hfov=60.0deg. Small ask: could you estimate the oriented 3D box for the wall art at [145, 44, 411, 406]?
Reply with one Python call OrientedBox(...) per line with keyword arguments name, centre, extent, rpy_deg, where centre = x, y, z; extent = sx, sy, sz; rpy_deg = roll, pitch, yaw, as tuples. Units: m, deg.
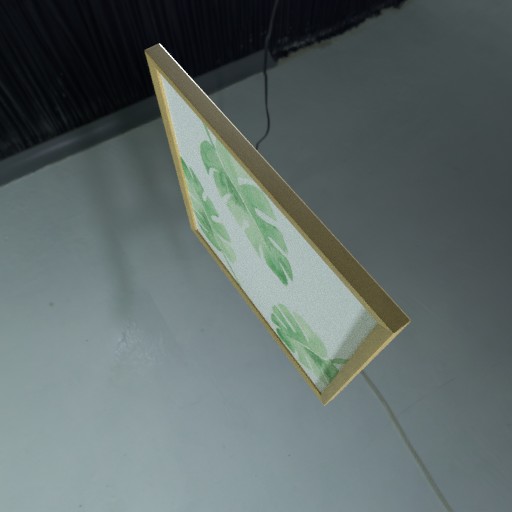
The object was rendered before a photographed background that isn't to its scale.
OrientedBox(name="wall art", centre=(0.000, 0.000, 1.150), extent=(0.037, 0.763, 0.763), rpy_deg=(-33, 68, -15))
